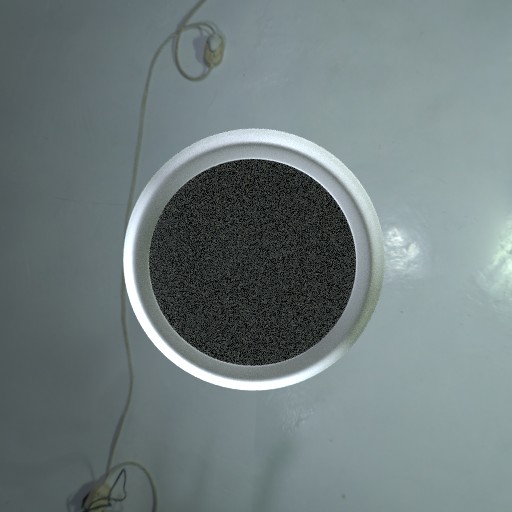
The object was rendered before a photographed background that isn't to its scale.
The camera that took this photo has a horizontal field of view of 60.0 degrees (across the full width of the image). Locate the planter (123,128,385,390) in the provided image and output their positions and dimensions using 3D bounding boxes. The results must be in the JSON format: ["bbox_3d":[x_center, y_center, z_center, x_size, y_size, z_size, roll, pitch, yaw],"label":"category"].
[{"bbox_3d":[0.000,0.000,0.335,0.161,0.224,0.161,0,92,1],"label":"planter"}]
